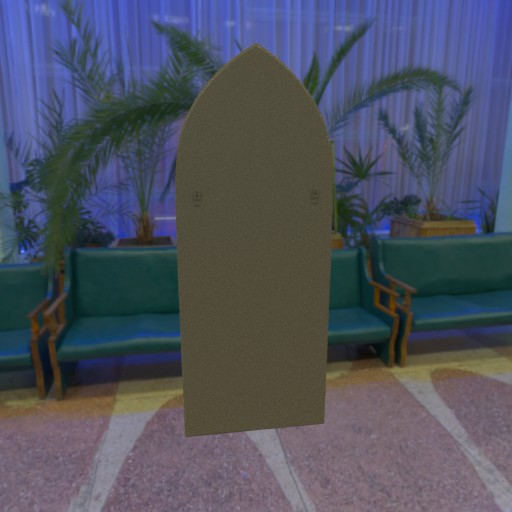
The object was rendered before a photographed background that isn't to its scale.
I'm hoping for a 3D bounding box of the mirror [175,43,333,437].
[{"bbox_3d":[0.000,0.000,1.327,0.464,1.175,0.025,-2,14,-9],"label":"mirror"}]
